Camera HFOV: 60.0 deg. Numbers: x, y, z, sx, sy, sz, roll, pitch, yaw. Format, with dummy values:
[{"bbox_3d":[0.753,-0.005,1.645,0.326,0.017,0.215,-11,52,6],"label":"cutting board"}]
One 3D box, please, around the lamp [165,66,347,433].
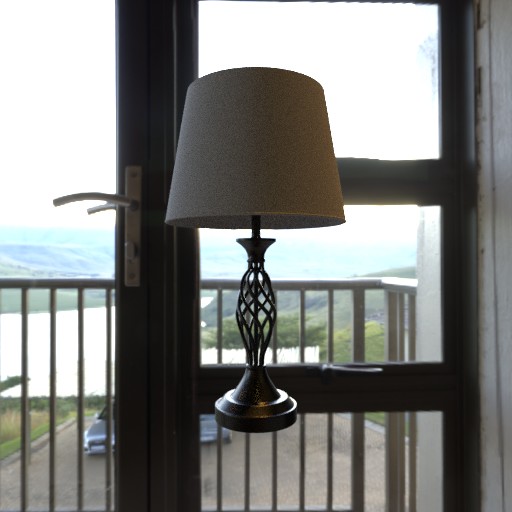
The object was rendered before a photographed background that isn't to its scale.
[{"bbox_3d":[0.000,0.000,0.819,0.331,0.594,0.331,0,-1,0],"label":"lamp"}]
